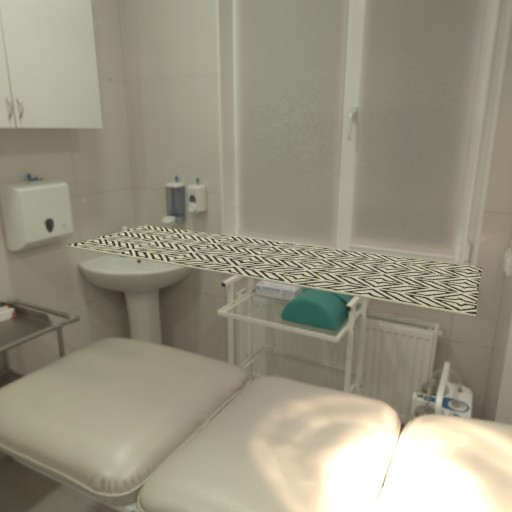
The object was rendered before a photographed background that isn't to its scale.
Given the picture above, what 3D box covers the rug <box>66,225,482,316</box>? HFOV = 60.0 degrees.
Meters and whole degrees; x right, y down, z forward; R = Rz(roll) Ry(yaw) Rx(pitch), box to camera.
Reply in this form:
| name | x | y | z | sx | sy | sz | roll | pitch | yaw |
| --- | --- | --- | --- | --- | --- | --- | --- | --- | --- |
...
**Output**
| name | x | y | z | sx | sy | sz | roll | pitch | yaw |
| --- | --- | --- | --- | --- | --- | --- | --- | --- | --- |
| rug | 0.000 | 0.000 | 2.681 | 2.435 | 0.009 | 0.750 | 8 | 18 | 27 |
